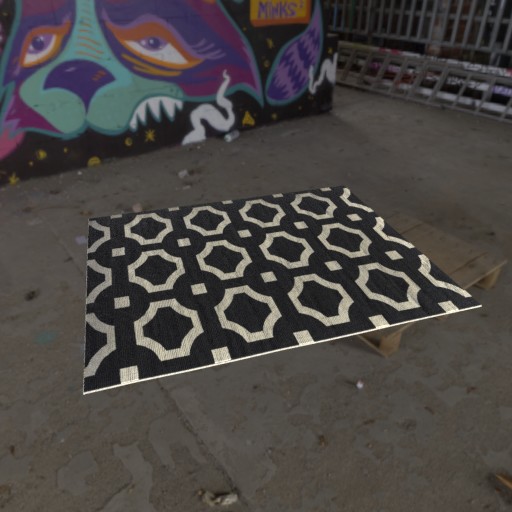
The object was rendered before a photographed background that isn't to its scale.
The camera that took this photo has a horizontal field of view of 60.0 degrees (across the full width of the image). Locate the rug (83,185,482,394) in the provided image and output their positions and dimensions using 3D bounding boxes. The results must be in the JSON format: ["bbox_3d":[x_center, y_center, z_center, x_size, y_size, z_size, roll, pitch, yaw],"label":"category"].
[{"bbox_3d":[0.000,0.000,4.181,3.049,0.021,2.466,-9,34,-14],"label":"rug"}]
